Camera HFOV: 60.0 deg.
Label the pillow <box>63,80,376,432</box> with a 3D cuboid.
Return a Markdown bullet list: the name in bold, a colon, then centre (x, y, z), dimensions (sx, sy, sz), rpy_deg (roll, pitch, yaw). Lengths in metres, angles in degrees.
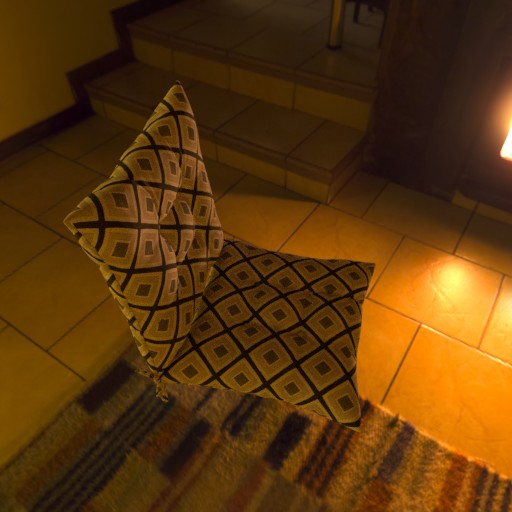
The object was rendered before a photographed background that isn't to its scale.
- **pillow**: centre (0.000, 0.000, 0.997), dimensions (0.585, 0.536, 0.541), rpy_deg (10, 47, 10)
